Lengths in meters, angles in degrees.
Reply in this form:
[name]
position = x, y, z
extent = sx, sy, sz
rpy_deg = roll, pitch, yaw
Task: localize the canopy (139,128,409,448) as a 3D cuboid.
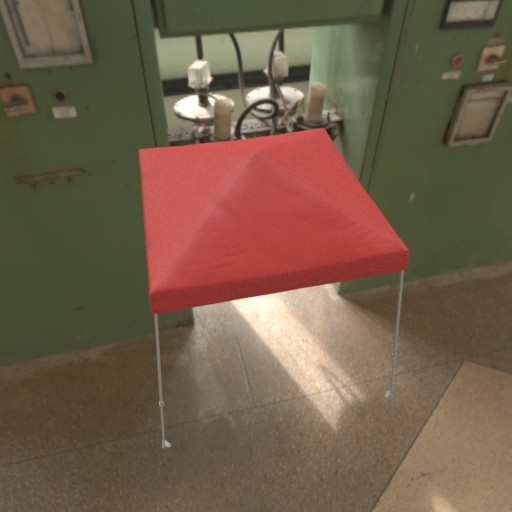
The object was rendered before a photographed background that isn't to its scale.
[canopy]
position = 0.000, 0.000, 6.716
extent = 3.599, 3.600, 3.600
rpy_deg = -9, 45, -9
